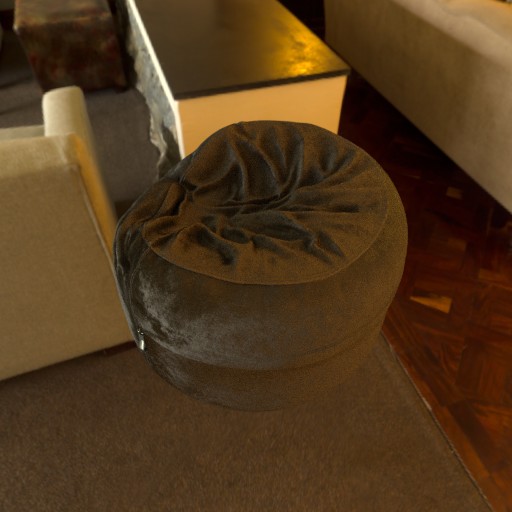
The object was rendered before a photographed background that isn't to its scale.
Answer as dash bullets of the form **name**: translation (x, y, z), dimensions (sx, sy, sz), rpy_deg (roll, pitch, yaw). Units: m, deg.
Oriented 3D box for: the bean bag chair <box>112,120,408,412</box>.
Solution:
- **bean bag chair**: translation (0.000, 0.000, 1.473), dimensions (0.918, 0.605, 0.918), rpy_deg (0, 46, 0)
